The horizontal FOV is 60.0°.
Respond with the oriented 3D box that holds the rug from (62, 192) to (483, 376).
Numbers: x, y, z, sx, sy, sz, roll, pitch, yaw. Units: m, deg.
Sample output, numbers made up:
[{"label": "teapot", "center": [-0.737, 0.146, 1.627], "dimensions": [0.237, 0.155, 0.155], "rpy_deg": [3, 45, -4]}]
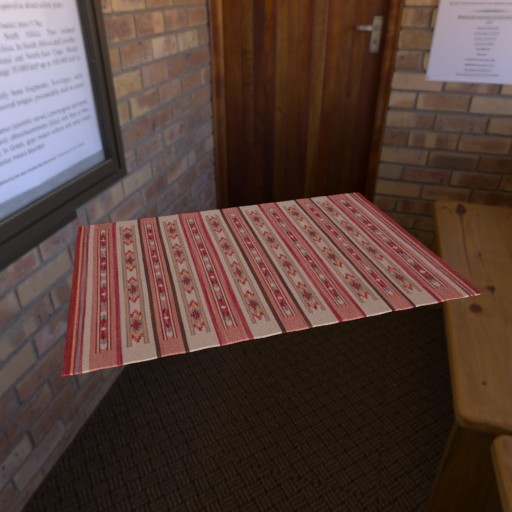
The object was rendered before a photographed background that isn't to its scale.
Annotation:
[{"label": "rug", "center": [0.000, 0.000, 2.316], "dimensions": [1.817, 0.008, 1.223], "rpy_deg": [-9, 32, -14]}]
